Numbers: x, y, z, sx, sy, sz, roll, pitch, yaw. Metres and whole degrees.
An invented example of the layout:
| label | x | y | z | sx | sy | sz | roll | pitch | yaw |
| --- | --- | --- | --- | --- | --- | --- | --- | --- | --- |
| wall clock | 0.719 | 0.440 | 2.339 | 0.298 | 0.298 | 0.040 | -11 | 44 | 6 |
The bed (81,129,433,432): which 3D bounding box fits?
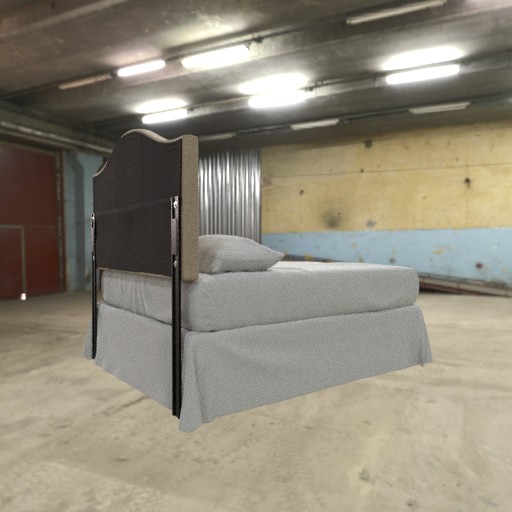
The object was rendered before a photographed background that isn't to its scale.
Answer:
| label | x | y | z | sx | sy | sz | roll | pitch | yaw |
| --- | --- | --- | --- | --- | --- | --- | --- | --- | --- |
| bed | 0.000 | 0.000 | 3.488 | 2.221 | 1.645 | 1.876 | -1 | 2 | -36 |
